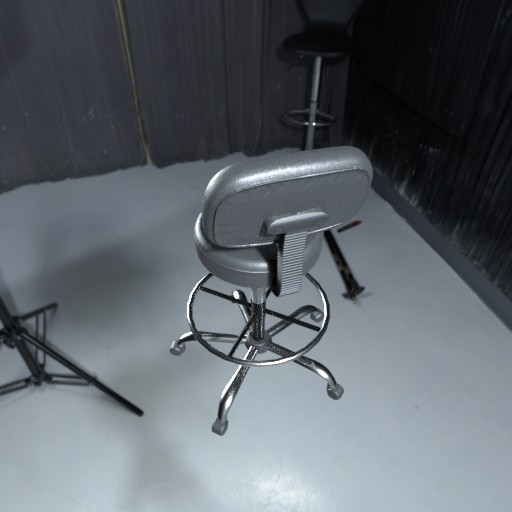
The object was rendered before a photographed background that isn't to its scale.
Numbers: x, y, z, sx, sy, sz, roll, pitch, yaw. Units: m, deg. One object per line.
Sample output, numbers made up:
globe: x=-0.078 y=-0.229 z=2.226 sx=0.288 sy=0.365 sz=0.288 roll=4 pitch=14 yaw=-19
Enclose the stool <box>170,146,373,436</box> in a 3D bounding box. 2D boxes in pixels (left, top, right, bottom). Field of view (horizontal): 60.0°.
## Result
stool: x=0.000 y=0.000 z=1.517 sx=0.694 sy=1.069 sz=0.658 roll=-12 pitch=43 yaw=-13
